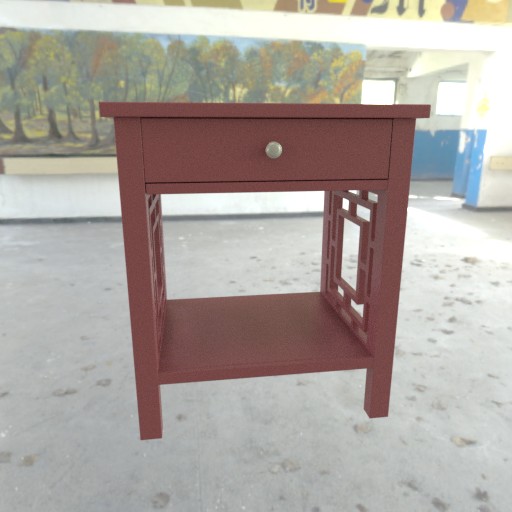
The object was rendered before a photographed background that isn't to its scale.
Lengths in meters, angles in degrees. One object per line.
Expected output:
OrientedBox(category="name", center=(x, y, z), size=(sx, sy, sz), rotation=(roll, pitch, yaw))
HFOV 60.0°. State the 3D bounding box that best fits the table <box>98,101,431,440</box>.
OrientedBox(category="table", center=(0.000, 0.000, 1.086), size=(0.599, 0.686, 0.451), rotation=(-2, 16, -8))
